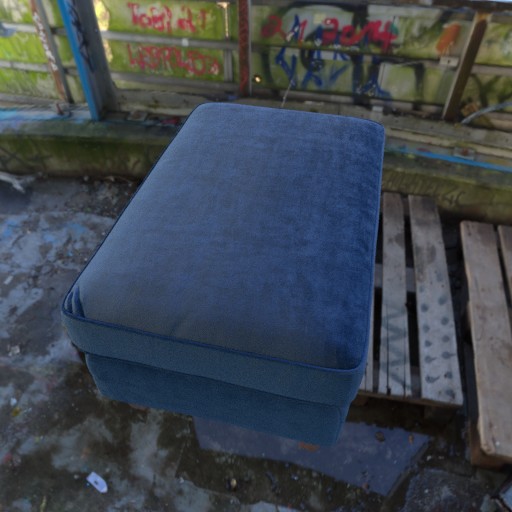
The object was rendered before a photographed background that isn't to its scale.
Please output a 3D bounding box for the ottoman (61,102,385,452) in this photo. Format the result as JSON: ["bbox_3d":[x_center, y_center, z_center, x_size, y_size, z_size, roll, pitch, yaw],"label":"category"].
[{"bbox_3d":[0.000,0.000,1.194,0.583,0.484,0.862,10,47,9],"label":"ottoman"}]
